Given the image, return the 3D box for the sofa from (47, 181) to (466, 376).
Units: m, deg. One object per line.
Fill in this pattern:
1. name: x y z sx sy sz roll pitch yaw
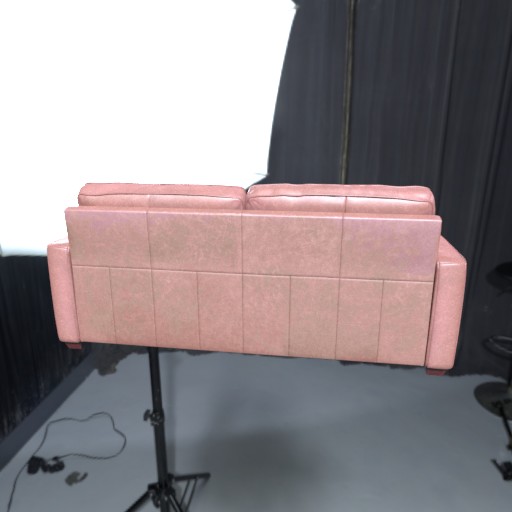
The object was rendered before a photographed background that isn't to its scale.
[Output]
1. sofa: 0.000 0.000 2.577 2.080 0.919 0.940 2 17 8
